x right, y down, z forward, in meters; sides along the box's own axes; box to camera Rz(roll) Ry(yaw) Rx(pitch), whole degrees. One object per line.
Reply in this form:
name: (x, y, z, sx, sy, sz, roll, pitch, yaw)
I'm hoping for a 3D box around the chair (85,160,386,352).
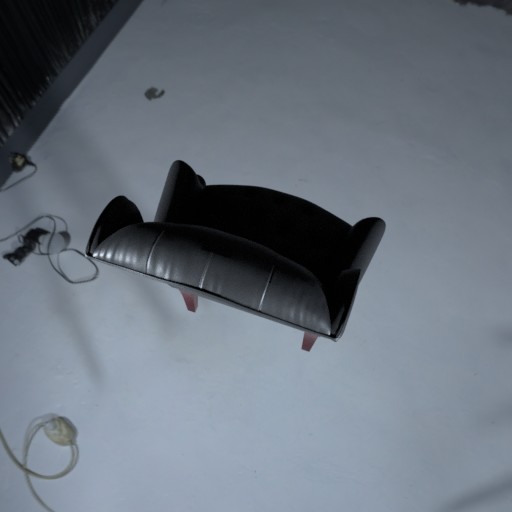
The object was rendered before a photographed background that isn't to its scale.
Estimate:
chair: (0.000, 0.000, 1.659, 0.838, 1.111, 0.762, 18, 65, 9)
